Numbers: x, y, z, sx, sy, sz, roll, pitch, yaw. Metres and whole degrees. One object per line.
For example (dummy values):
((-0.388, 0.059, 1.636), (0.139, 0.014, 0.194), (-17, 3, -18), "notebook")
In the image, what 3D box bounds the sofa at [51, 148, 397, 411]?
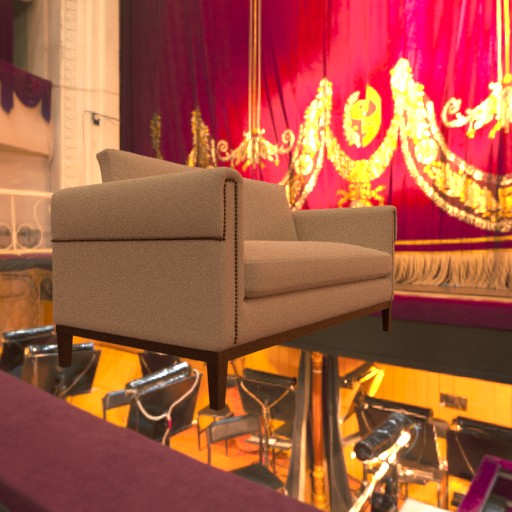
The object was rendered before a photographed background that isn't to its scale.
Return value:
((0.000, 0.000, 2.138), (0.905, 0.873, 1.598), (1, 1, 35), "sofa")
